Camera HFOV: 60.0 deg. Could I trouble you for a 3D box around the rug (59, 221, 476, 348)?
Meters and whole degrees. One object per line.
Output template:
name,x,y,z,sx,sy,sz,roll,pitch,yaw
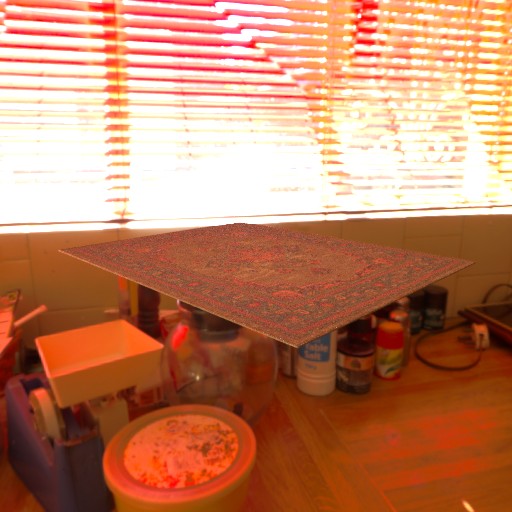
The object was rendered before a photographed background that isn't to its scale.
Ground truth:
rug,0.000,0.000,4.116,2.434,0.013,3.057,-13,19,-43
